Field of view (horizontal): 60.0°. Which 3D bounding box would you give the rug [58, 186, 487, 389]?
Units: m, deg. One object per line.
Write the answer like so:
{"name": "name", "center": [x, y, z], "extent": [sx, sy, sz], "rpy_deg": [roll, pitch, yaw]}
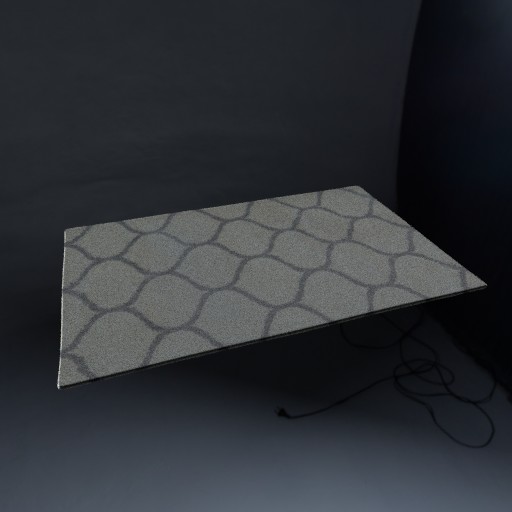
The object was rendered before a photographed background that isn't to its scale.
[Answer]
{"name": "rug", "center": [0.000, 0.000, 2.860], "extent": [2.348, 0.024, 1.501], "rpy_deg": [-10, 34, -16]}
